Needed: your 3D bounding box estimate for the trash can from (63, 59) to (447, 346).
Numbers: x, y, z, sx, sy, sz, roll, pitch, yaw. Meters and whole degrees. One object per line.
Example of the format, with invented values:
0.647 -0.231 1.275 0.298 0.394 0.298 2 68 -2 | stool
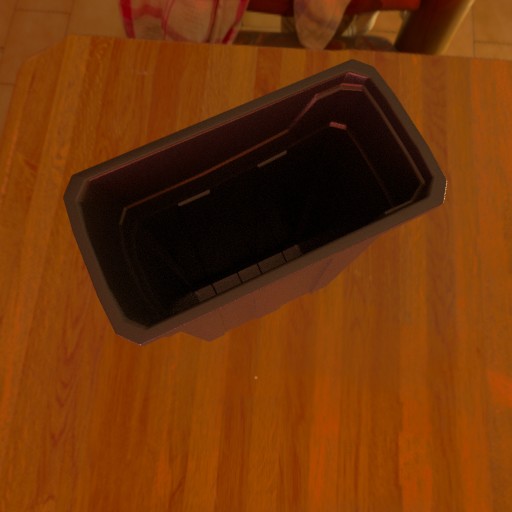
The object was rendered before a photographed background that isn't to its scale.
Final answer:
0.000 0.000 1.031 0.559 0.762 0.281 -25 76 -7 | trash can
